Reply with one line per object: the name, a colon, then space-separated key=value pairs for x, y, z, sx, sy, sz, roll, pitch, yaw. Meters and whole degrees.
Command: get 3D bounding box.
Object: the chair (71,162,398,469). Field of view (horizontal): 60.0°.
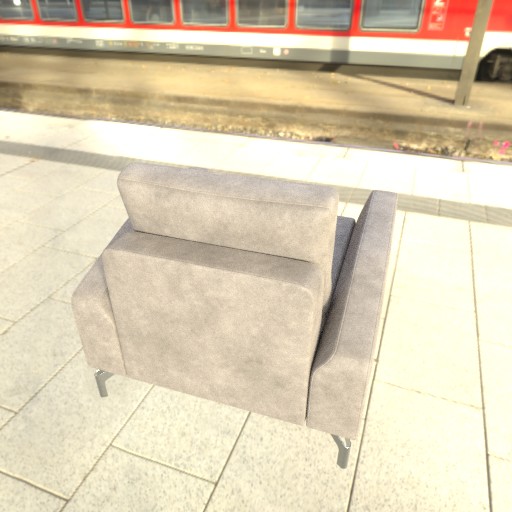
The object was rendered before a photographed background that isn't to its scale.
chair: x=0.000 y=0.000 z=1.575 sx=0.900 sy=0.800 sz=0.900 roll=10 pitch=34 yaw=15
